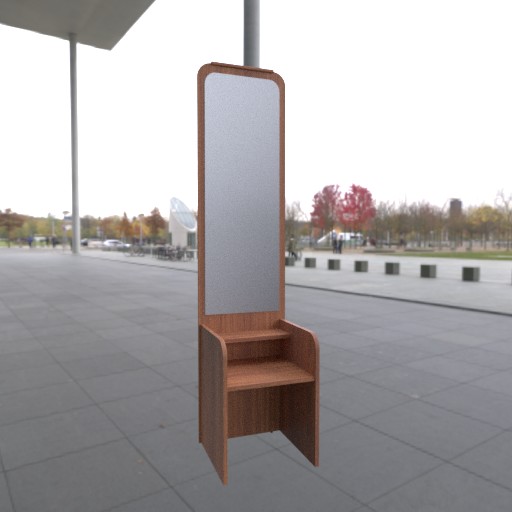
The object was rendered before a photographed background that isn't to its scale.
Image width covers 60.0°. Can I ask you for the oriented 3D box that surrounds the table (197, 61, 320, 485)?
[{"bbox_3d":[0.000,0.000,2.009,0.450,1.830,0.420,-1,2,-20],"label":"table"}]
